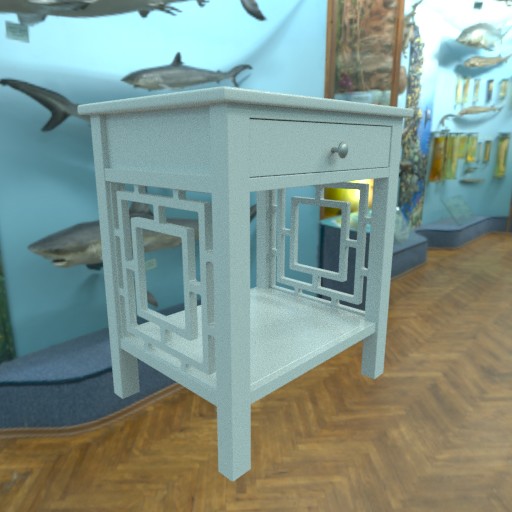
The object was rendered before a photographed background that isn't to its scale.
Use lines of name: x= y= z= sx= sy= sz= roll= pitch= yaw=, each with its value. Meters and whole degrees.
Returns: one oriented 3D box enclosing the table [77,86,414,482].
table: x=0.000 y=0.000 z=1.010 sx=0.451 sy=0.646 sz=0.564 roll=13 pitch=19 yaw=42
